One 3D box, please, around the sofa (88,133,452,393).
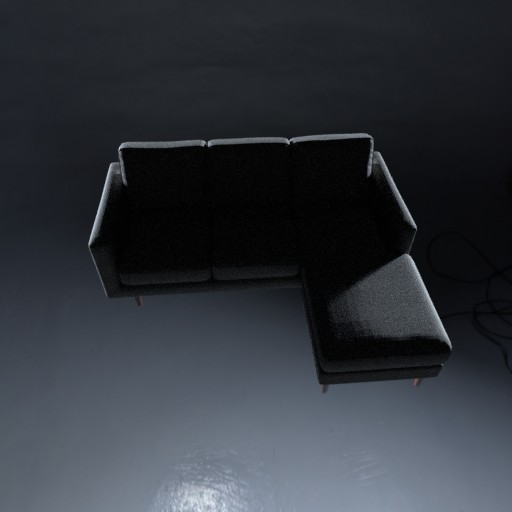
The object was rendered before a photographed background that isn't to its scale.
[{"bbox_3d":[0.000,0.000,2.934,2.055,0.957,1.667,-3,45,-3],"label":"sofa"}]
